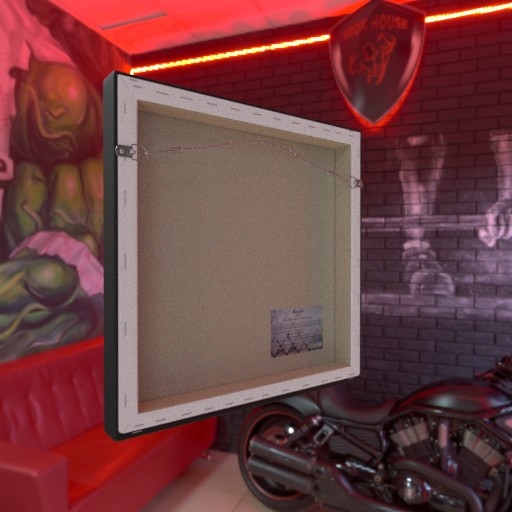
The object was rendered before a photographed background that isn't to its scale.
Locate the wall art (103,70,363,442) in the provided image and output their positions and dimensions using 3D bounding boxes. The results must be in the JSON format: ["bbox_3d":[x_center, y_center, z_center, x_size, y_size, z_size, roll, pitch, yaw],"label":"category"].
[{"bbox_3d":[0.000,0.000,0.614,0.406,0.407,0.041,0,1,-36],"label":"wall art"}]
